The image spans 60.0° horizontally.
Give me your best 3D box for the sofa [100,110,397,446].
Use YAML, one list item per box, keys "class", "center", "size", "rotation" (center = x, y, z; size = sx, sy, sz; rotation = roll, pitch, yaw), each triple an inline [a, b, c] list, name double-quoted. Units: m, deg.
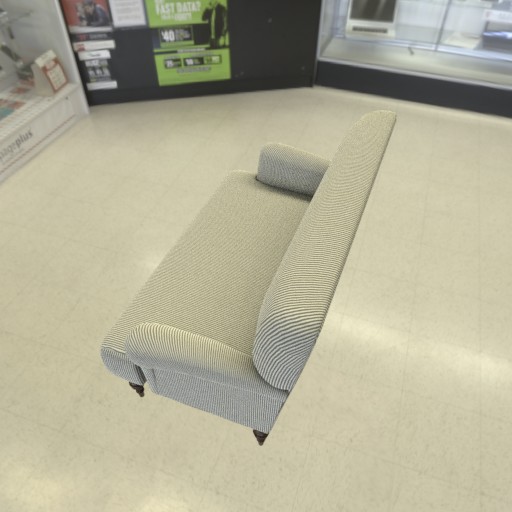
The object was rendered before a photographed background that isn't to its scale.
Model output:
- class: "sofa"
  center: [0.000, 0.000, 1.824]
  size: [0.779, 0.889, 1.297]
  rotation: [16, 48, 15]
